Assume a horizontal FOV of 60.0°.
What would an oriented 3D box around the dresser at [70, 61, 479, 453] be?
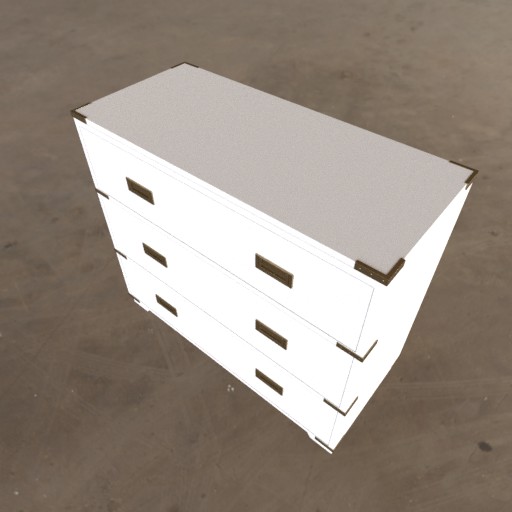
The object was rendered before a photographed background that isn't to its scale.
[{"bbox_3d":[0.000,0.000,1.493,1.022,0.891,0.460,31,53,27],"label":"dresser"}]
